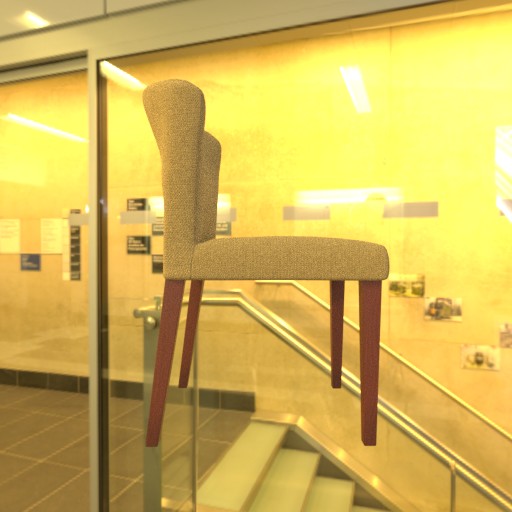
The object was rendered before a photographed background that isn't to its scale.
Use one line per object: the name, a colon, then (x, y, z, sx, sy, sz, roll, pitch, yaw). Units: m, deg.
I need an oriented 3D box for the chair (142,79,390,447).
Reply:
chair: (0.000, 0.000, 1.196, 0.589, 0.839, 0.491, 0, 1, 0)
